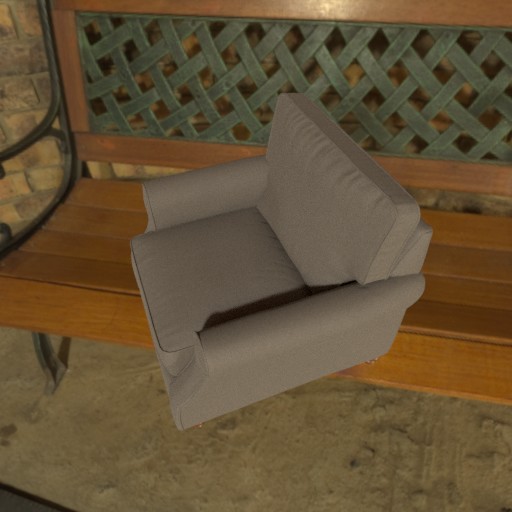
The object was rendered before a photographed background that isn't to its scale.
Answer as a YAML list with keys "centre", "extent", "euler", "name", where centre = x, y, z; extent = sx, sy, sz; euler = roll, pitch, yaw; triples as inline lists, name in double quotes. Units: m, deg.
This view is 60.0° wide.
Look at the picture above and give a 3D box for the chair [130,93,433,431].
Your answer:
- centre: [0.000, 0.000, 1.809]
  extent: [0.966, 0.967, 1.029]
  euler: [-15, 47, -15]
  name: "chair"
